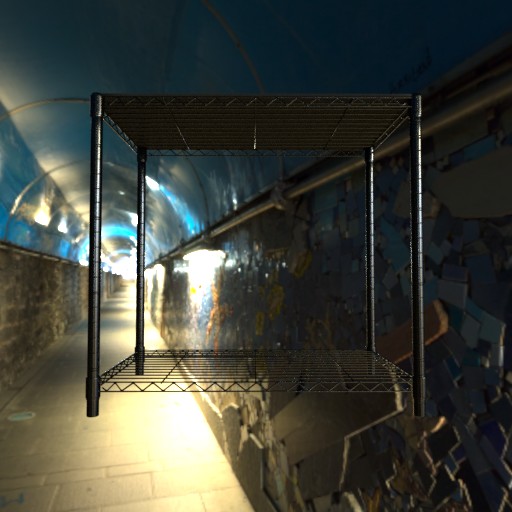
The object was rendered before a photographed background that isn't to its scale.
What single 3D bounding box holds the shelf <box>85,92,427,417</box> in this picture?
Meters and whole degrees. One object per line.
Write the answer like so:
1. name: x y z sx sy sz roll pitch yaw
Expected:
1. shelf: 0.000 0.000 0.934 0.589 0.564 0.338 0 -2 0
